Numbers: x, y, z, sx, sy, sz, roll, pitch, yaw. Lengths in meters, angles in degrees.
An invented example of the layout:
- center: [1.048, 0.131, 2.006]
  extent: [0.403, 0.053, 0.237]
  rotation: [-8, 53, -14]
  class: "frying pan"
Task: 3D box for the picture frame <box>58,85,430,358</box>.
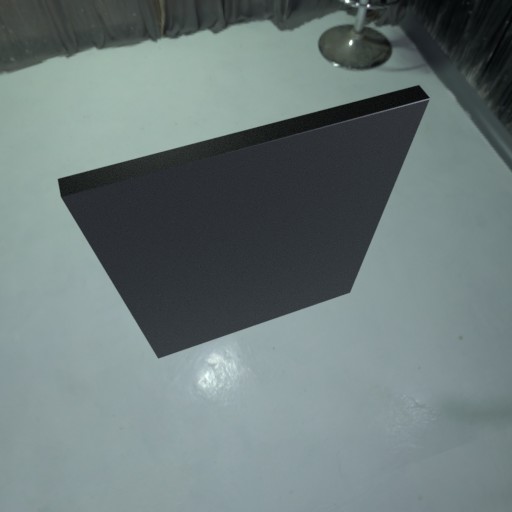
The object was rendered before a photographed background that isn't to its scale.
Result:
- center: [0.000, 0.000, 0.766]
  extent: [0.460, 0.556, 0.028]
  rotation: [-17, 61, -10]
  class: "picture frame"
